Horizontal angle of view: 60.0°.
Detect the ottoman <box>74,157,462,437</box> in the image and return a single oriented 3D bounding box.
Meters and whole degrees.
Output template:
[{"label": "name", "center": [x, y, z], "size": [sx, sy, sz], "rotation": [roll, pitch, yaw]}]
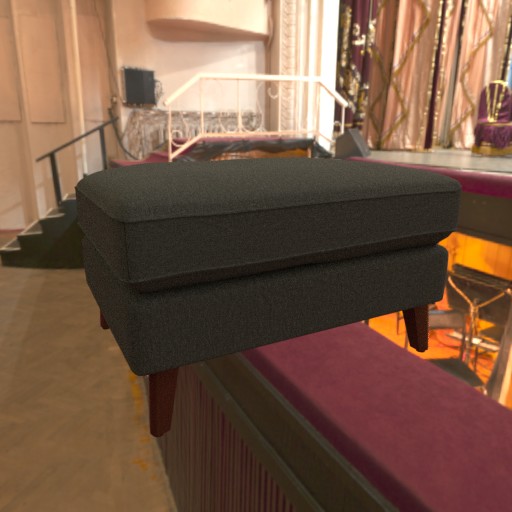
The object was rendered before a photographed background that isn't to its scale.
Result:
[{"label": "ottoman", "center": [0.000, 0.000, 1.202], "size": [0.835, 0.503, 0.629], "rotation": [-8, 18, -27]}]
